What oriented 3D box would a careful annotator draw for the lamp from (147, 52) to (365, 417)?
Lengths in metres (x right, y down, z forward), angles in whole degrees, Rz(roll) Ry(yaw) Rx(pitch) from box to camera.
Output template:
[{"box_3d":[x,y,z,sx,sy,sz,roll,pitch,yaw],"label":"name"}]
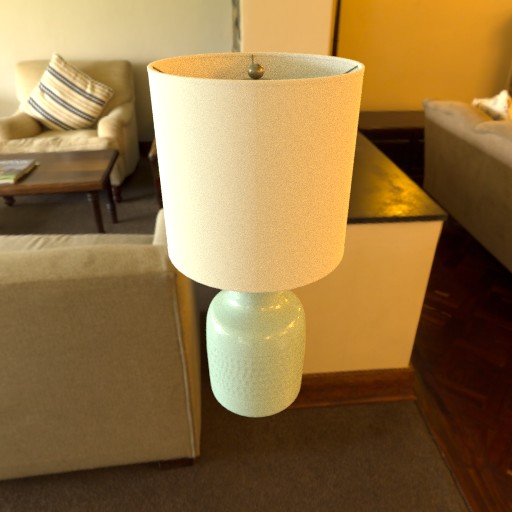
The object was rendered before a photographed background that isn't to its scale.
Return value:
[{"box_3d":[0.000,0.000,1.086,0.418,0.871,0.418,20,36,30],"label":"lamp"}]
